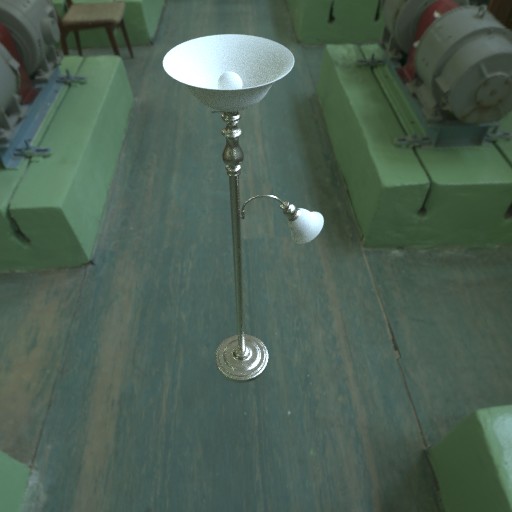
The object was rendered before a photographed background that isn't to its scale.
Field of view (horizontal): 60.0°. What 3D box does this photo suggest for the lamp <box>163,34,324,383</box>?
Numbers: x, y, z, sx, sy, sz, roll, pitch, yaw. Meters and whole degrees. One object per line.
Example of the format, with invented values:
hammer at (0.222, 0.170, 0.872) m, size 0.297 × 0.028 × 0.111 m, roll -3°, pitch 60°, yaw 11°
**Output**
lamp at (0.000, 0.000, 2.024) m, size 0.575 × 1.785 × 0.405 m, roll -3°, pitch 47°, yaw -3°
